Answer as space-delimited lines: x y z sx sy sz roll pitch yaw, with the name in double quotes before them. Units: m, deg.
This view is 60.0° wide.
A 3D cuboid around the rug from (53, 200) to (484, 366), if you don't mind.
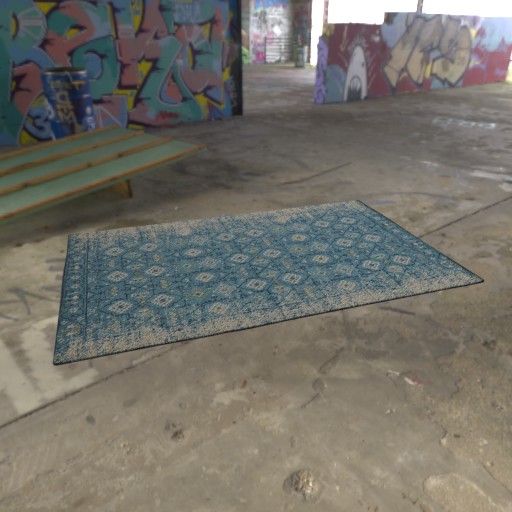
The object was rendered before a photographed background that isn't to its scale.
"rug" 0.000 0.000 2.994 2.449 0.015 1.530 -8 28 -16
